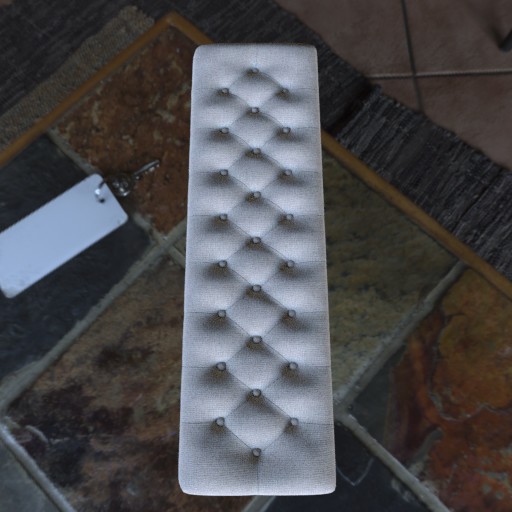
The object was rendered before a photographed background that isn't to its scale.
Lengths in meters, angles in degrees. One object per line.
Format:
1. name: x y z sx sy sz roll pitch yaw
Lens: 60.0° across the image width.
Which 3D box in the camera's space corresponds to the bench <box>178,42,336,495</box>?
1. bench: 0.000 0.000 1.610 0.455 0.467 1.480 0 76 0
